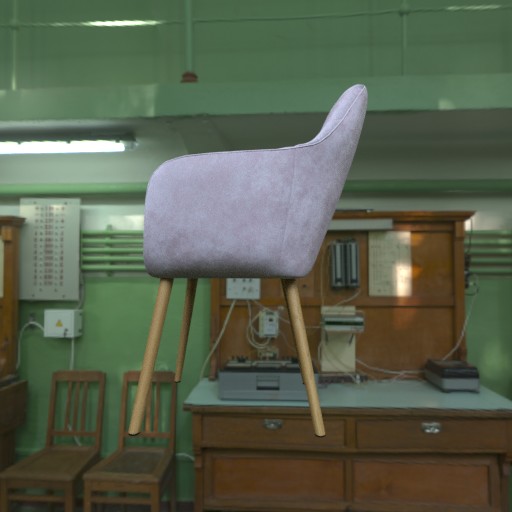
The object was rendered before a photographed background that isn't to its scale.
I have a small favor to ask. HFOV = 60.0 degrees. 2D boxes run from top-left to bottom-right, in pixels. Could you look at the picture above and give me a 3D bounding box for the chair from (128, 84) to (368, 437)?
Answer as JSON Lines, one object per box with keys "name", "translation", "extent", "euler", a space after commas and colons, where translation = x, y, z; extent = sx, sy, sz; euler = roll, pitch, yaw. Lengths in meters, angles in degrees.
{"name": "chair", "translation": [0.000, 0.000, 1.252], "extent": [0.570, 0.832, 0.610], "euler": [0, -1, 2]}
